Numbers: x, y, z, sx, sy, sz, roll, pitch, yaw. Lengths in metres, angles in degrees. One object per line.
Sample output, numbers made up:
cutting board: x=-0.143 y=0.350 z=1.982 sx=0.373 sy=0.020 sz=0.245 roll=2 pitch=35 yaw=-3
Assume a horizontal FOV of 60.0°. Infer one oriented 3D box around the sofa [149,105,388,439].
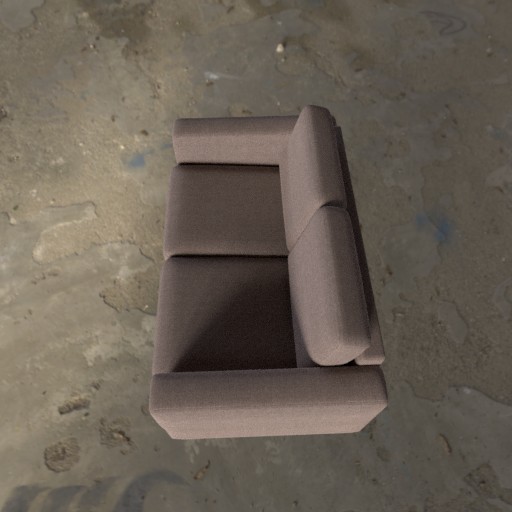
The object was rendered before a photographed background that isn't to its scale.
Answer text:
sofa: x=0.000 y=0.000 z=2.100 sx=0.900 sy=0.800 sz=1.520 roll=-2 pitch=58 yaw=-1
